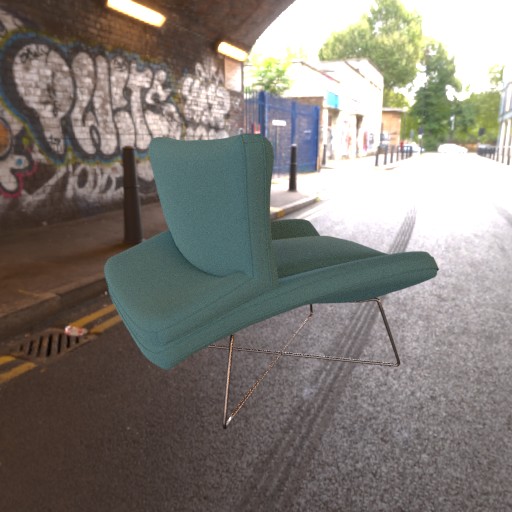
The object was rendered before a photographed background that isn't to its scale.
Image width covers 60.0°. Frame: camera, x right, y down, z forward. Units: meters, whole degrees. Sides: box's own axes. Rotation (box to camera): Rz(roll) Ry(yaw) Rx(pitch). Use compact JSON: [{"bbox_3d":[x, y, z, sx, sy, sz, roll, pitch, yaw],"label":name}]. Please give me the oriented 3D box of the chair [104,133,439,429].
[{"bbox_3d":[0.000,0.000,1.635,1.008,0.855,0.859,-7,16,-27],"label":"chair"}]
